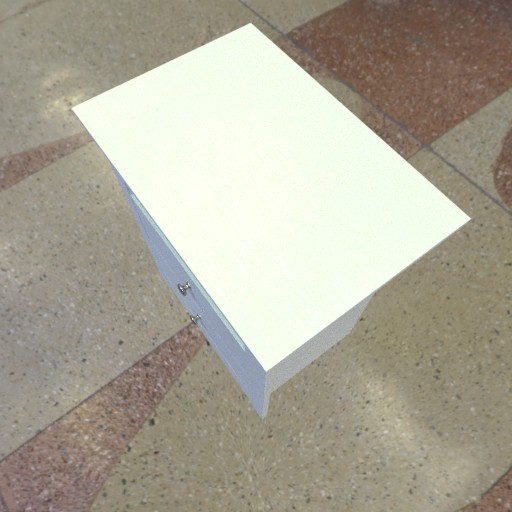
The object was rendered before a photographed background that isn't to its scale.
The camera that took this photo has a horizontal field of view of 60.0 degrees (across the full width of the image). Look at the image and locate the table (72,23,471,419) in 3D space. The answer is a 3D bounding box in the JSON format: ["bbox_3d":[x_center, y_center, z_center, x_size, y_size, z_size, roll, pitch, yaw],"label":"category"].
[{"bbox_3d":[0.000,0.000,1.066,0.406,0.711,0.589,-33,67,-16],"label":"table"}]
